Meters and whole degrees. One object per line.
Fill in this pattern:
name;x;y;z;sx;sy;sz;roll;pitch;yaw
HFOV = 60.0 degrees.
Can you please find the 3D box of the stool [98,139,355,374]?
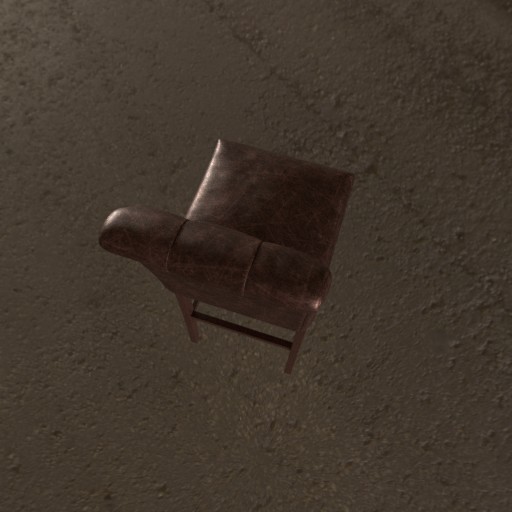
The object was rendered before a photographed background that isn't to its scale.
stool;0.000;0.000;1.481;0.483;1.168;0.659;17;66;8
